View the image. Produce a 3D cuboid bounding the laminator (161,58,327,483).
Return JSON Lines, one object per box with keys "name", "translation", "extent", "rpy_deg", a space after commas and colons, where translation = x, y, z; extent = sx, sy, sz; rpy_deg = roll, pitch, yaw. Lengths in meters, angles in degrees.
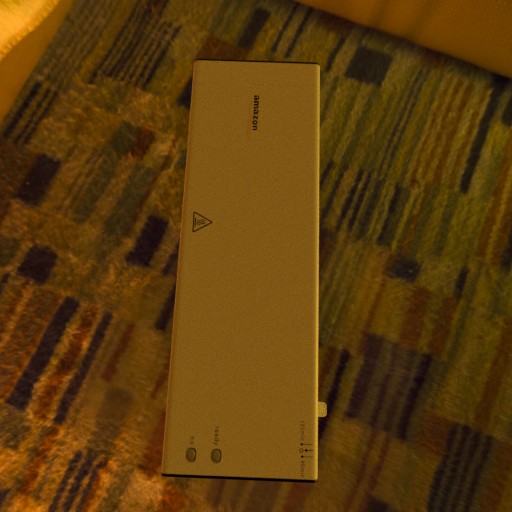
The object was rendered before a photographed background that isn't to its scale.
{"name": "laminator", "translation": [0.000, 0.000, 0.381], "extent": [0.123, 0.062, 0.340], "rpy_deg": [2, 77, 1]}
